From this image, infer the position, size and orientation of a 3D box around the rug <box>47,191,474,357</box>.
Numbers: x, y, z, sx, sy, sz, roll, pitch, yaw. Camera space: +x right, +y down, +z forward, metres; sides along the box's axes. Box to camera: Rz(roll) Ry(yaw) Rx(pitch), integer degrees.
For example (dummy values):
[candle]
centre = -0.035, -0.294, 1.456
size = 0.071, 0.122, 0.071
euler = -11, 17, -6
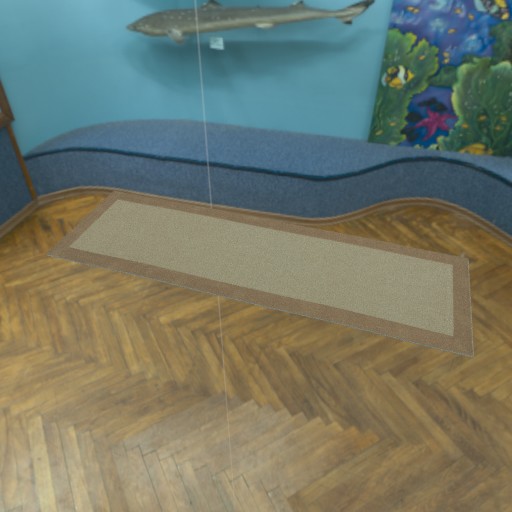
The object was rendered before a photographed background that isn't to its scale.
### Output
[rug]
centre = 0.000, 0.000, 2.672
size = 2.430, 0.012, 0.767
euler = 12, 42, 14
